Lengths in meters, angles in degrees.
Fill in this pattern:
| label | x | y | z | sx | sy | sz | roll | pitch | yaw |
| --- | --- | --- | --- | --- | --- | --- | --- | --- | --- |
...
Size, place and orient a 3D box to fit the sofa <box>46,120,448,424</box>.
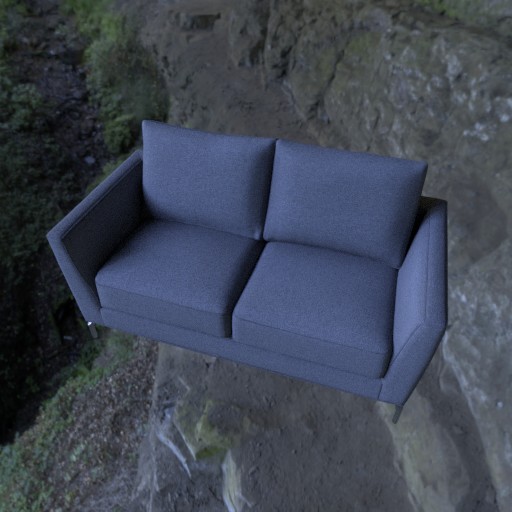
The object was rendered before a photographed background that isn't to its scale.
| label | x | y | z | sx | sy | sz | roll | pitch | yaw |
| --- | --- | --- | --- | --- | --- | --- | --- | --- | --- |
| sofa | 0.000 | 0.000 | 2.077 | 1.594 | 0.924 | 0.803 | 12 | 43 | 13 |
